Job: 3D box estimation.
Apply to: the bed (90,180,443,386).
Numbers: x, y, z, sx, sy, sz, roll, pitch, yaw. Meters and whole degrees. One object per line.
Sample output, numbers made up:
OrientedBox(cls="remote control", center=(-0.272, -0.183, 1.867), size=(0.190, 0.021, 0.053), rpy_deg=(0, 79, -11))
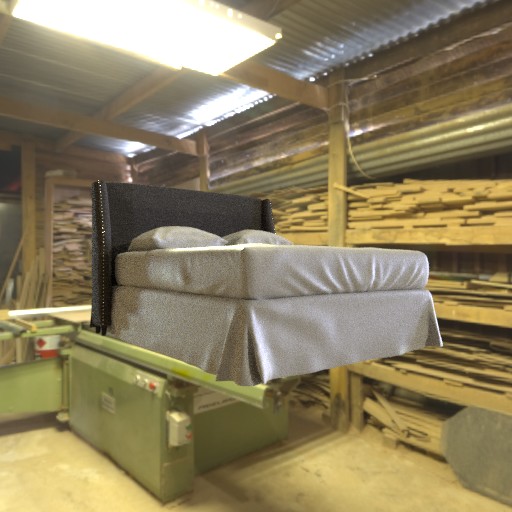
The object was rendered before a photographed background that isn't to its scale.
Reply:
OrientedBox(cls="bed", center=(0.000, 0.000, 3.522), size=(1.925, 1.332, 2.276), rpy_deg=(1, -1, -37))
